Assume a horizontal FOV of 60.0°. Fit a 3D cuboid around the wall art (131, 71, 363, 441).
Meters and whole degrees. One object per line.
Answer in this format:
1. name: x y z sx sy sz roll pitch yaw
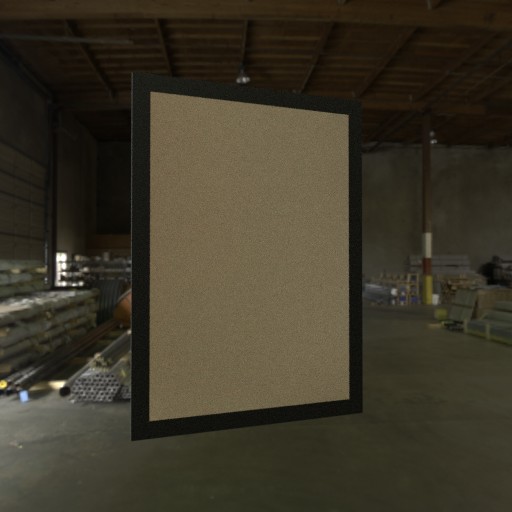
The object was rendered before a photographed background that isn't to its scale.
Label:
1. wall art: 0.000 0.000 0.699 0.379 0.530 0.008 0 -1 -18
